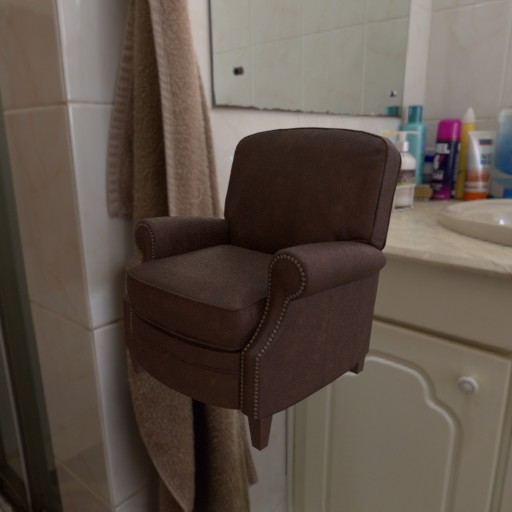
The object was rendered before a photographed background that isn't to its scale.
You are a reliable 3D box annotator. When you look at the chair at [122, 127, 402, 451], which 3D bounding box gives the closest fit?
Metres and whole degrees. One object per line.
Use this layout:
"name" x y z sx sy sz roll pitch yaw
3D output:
"chair" 0.000 0.000 1.804 0.936 1.018 0.986 13 20 41
